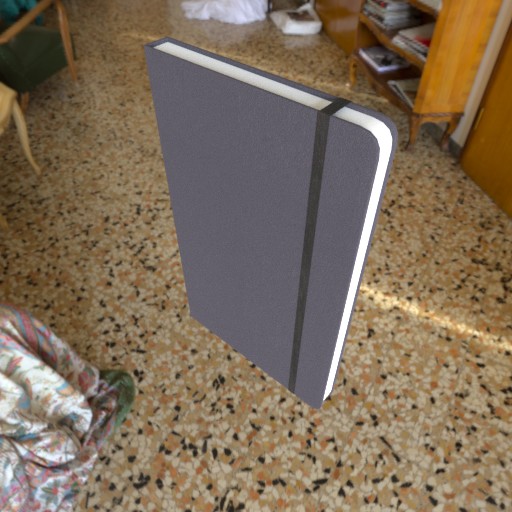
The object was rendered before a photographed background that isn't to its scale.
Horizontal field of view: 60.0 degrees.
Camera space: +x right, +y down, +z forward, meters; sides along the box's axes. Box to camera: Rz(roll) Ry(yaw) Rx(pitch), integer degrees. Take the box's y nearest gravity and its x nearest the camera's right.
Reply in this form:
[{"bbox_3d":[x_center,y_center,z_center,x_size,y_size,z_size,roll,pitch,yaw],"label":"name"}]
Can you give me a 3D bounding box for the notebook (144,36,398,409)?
[{"bbox_3d":[0.000,0.000,0.260,0.127,0.213,0.016,31,53,27],"label":"notebook"}]
